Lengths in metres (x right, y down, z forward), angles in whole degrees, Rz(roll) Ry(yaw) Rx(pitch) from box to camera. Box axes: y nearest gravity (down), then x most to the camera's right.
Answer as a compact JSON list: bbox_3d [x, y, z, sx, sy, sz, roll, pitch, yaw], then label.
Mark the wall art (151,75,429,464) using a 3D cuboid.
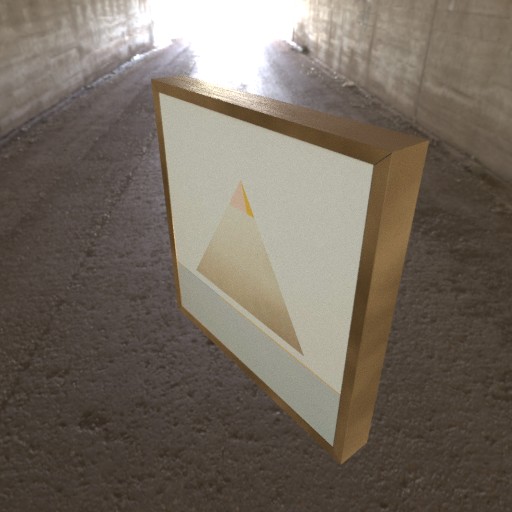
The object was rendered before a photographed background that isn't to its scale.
[{"bbox_3d":[0.000,0.000,0.452,0.038,0.303,0.305,-23,38,-32],"label":"wall art"}]
